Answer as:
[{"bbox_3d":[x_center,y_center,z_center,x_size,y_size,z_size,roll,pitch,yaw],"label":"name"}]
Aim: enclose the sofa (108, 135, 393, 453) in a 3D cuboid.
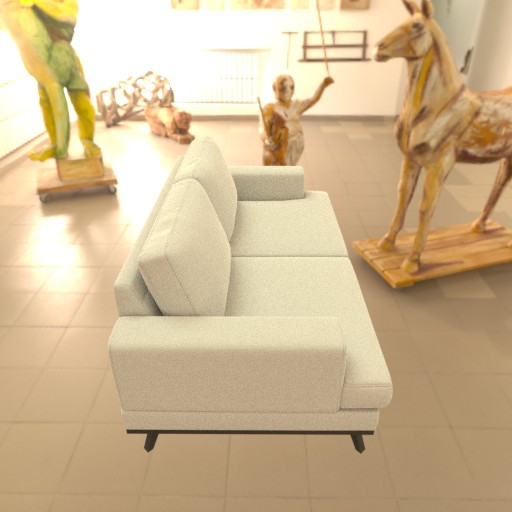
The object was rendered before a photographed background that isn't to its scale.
[{"bbox_3d":[0.000,0.000,2.133,0.920,0.810,1.650,0,31,0],"label":"sofa"}]
